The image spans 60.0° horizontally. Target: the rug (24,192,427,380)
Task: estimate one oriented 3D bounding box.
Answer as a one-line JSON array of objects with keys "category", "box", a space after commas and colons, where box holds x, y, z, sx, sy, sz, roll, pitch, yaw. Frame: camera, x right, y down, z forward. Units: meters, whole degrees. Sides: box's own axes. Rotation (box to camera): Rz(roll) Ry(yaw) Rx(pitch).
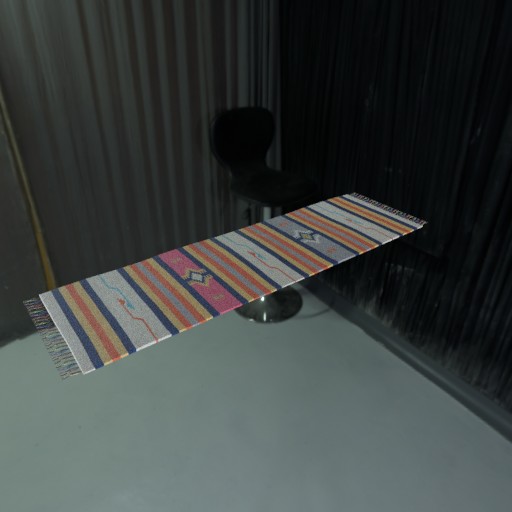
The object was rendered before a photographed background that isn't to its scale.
[{"category": "rug", "box": [0.000, 0.000, 2.654, 2.455, 0.017, 0.695, -20, 36, -31]}]
